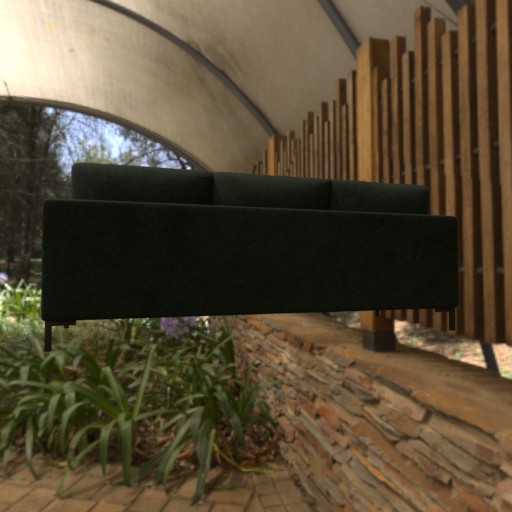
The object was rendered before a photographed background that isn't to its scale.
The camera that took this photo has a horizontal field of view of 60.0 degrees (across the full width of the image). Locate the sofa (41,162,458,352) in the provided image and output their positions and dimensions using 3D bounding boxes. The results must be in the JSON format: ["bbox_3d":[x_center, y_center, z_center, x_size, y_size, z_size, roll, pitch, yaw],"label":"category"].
[{"bbox_3d":[0.000,0.000,2.648,2.218,0.870,0.859,1,-2,-18],"label":"sofa"}]
